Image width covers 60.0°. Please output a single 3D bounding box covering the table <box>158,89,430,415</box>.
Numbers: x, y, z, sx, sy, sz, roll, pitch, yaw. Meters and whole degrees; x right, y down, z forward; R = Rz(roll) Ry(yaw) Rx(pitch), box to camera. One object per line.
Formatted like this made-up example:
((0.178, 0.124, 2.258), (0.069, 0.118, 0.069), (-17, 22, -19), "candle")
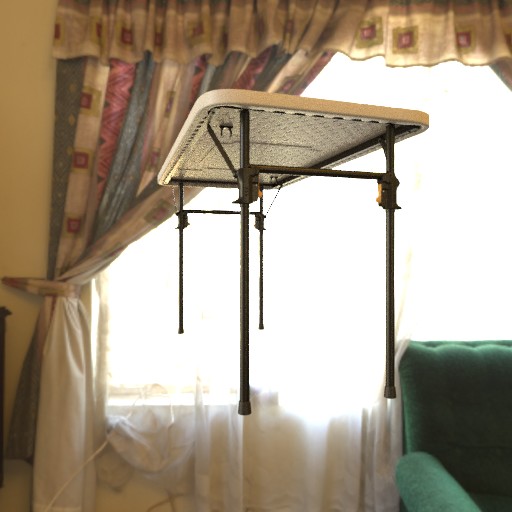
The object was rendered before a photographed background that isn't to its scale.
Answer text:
((0.000, 0.000, 1.606), (0.610, 0.729, 1.219), (0, 0, -17), "table")
